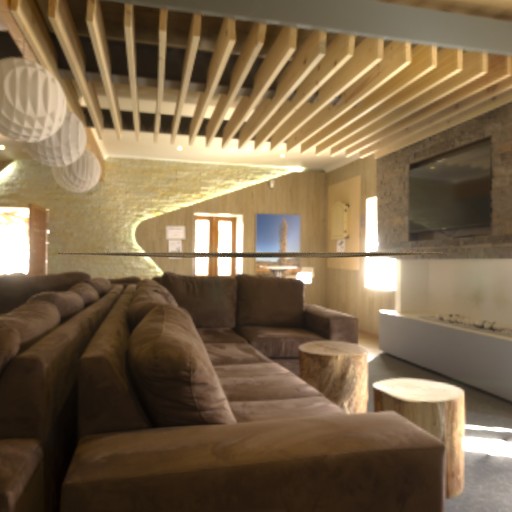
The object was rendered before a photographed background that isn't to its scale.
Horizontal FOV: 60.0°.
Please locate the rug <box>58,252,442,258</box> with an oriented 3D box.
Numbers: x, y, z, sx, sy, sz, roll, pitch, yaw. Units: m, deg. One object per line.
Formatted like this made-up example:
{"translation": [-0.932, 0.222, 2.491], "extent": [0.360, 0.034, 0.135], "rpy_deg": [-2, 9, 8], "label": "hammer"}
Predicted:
{"translation": [0.000, 0.000, 2.337], "extent": [1.234, 0.006, 1.854], "rpy_deg": [0, -1, 2], "label": "rug"}
